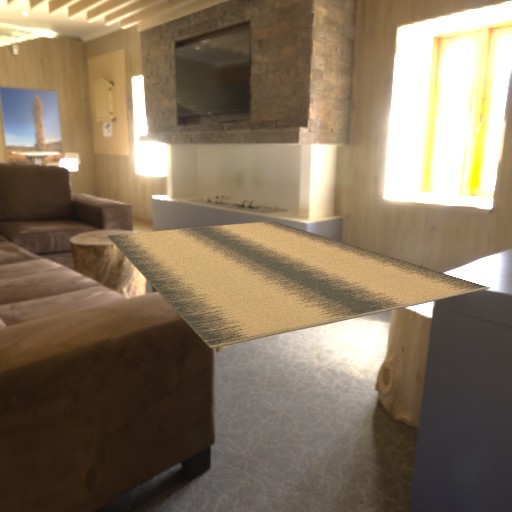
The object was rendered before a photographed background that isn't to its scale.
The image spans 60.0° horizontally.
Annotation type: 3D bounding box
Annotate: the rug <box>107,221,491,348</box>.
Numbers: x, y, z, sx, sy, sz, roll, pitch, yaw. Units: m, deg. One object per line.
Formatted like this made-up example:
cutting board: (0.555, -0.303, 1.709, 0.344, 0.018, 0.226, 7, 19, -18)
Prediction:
rug: (0.000, 0.000, 2.349, 1.234, 0.006, 1.854, -7, 16, -26)
